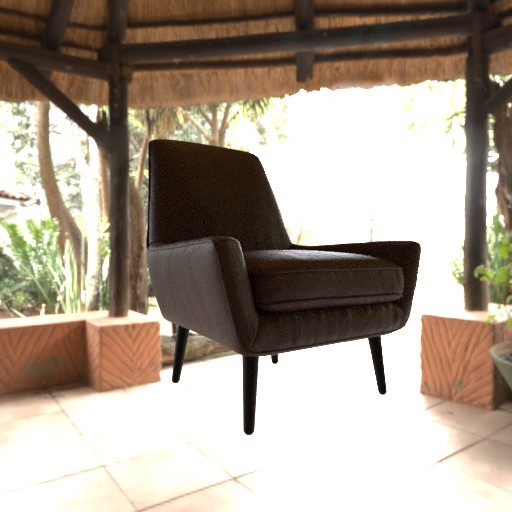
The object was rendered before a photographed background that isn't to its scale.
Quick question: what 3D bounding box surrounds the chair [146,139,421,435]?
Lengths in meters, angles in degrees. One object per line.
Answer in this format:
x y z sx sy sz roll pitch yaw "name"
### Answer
0.000 0.000 1.534 0.787 0.888 0.824 -1 1 -36 "chair"
